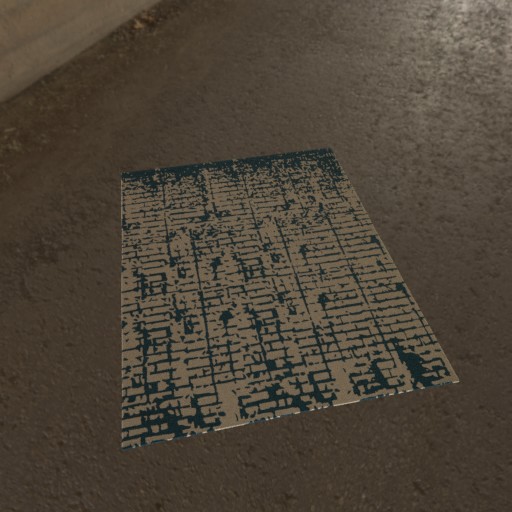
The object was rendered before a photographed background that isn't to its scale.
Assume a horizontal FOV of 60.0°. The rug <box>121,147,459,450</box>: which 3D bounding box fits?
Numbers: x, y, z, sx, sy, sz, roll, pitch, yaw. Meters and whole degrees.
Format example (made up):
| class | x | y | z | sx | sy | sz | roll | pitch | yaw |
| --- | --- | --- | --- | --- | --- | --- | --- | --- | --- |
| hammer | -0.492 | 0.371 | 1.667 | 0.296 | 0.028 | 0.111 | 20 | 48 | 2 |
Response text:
| class | x | y | z | sx | sy | sz | roll | pitch | yaw |
| --- | --- | --- | --- | --- | --- | --- | --- | --- | --- |
| rug | 0.000 | 0.000 | 4.063 | 2.416 | 0.014 | 3.017 | -9 | 48 | -8 |
